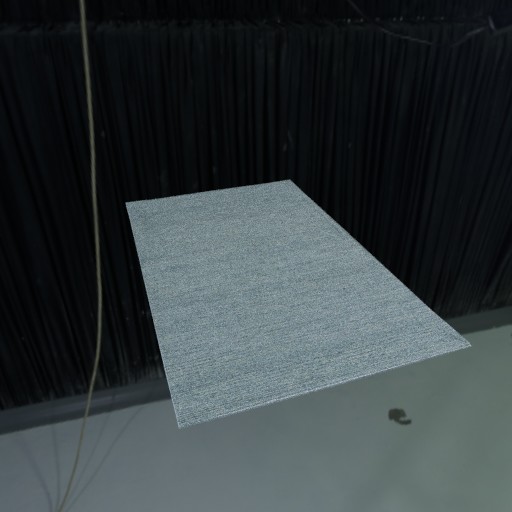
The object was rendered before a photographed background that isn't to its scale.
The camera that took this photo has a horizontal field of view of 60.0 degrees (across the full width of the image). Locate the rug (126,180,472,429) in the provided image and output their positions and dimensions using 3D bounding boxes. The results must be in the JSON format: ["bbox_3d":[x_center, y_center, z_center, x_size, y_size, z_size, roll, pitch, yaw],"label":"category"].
[{"bbox_3d":[0.000,0.000,2.334,1.174,0.022,1.853,-10,33,-16],"label":"rug"}]
